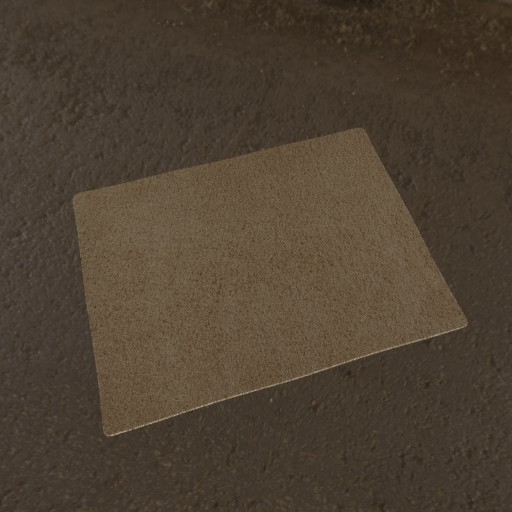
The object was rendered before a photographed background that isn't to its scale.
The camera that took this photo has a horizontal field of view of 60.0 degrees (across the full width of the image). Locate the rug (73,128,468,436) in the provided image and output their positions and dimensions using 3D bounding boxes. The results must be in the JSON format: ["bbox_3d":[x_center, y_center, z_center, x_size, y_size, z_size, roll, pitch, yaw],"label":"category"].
[{"bbox_3d":[0.000,0.000,2.111,1.600,0.025,1.199,-15,64,-7],"label":"rug"}]
